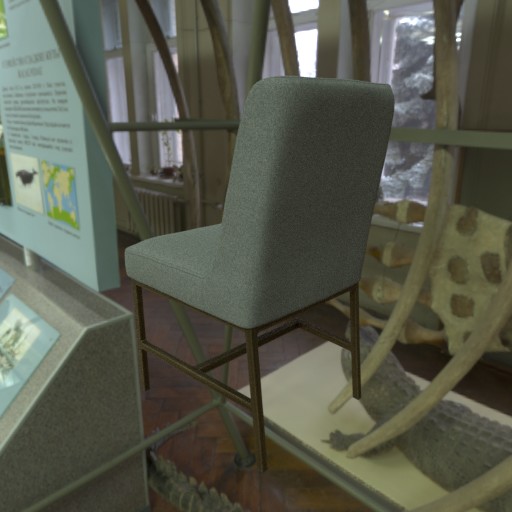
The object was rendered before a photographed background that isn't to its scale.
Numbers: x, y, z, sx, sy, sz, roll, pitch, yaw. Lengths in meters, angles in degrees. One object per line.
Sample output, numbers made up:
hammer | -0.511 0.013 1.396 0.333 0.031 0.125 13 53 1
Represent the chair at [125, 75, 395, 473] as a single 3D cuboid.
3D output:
chair | 0.000 0.000 1.237 0.508 0.889 0.587 -16 23 -42
